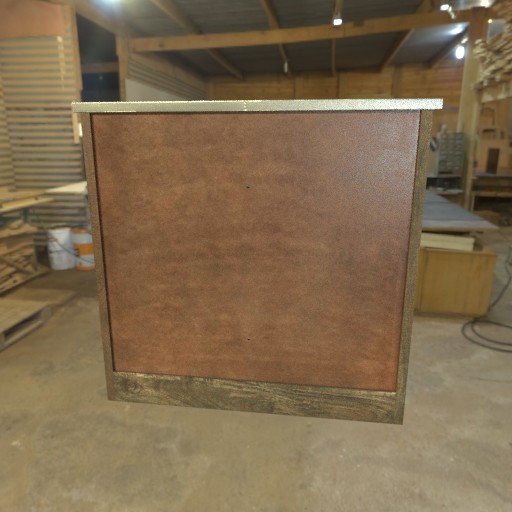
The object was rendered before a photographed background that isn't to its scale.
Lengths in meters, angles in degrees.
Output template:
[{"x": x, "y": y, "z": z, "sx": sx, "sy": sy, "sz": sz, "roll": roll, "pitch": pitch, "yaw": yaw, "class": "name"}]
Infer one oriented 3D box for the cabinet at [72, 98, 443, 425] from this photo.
[{"x": 0.000, "y": 0.000, "z": 1.422, "sx": 0.968, "sy": 0.919, "sz": 0.338, "roll": 2, "pitch": 15, "yaw": 8, "class": "cabinet"}]
